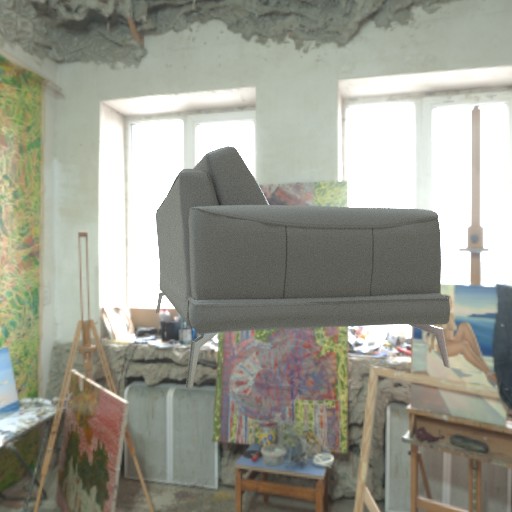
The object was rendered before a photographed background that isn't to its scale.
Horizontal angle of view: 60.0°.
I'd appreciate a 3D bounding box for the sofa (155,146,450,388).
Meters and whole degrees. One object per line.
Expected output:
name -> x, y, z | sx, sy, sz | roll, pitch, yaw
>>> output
sofa -> 0.000, 0.000, 2.721 | 1.121, 0.930, 2.177 | 0, 0, -16
